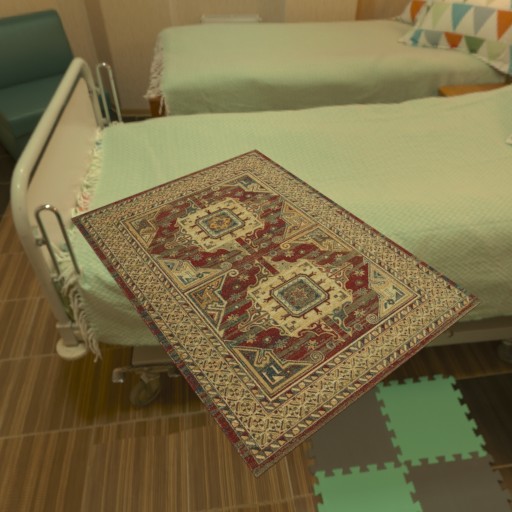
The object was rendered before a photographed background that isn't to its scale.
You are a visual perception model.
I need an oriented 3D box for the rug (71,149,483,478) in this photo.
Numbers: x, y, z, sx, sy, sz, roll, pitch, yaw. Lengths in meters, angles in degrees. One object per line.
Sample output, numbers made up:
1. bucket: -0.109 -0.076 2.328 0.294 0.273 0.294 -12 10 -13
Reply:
1. rug: 0.000 0.000 4.155 2.381 0.013 3.197 -27 49 -26
